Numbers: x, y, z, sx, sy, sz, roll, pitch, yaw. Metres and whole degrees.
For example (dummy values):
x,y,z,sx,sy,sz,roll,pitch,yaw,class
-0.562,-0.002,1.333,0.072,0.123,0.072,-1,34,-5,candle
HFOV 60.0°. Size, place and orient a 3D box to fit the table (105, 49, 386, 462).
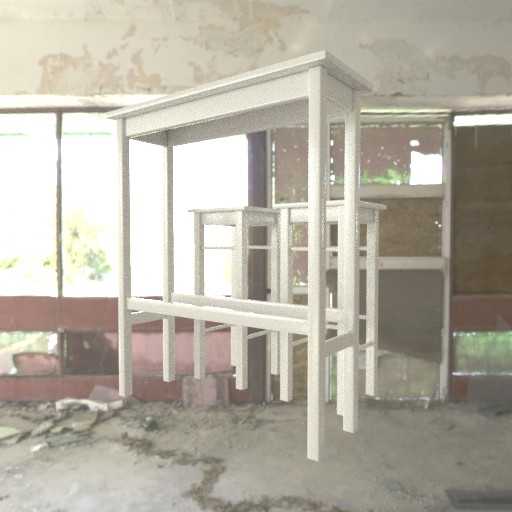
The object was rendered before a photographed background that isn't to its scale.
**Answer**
x,y,z,sx,sy,sz,roll,pitch,yaw,class
0.000,0.000,1.653,0.915,1.065,0.650,1,2,37,table
